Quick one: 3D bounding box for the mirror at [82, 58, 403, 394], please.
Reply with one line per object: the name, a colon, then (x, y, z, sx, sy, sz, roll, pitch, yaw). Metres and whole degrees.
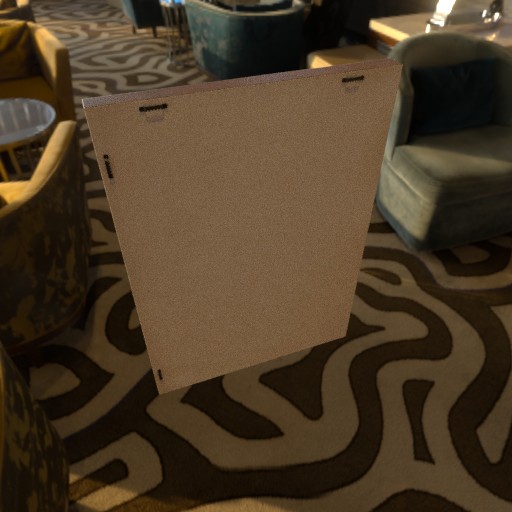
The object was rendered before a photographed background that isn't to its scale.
mirror: (0.000, 0.000, 0.909, 0.508, 0.711, 0.039, -14, 43, -15)
